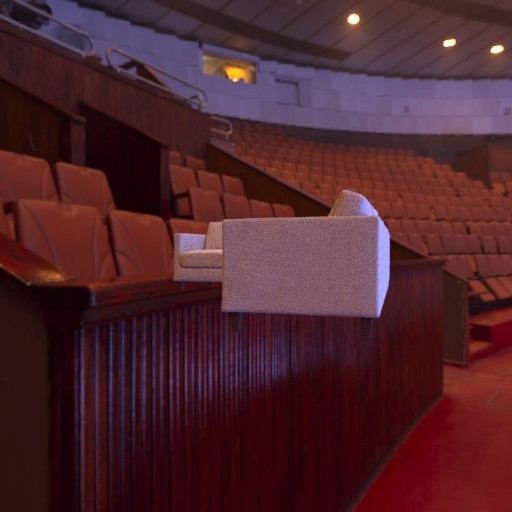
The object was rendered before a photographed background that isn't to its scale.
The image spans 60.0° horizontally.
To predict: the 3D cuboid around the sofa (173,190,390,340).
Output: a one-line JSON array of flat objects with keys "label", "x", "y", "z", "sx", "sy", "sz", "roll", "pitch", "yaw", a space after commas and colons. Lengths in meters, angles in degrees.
[{"label": "sofa", "x": 0.000, "y": 0.000, "z": 4.276, "sx": 2.432, "sy": 0.863, "sz": 3.182, "roll": 0, "pitch": 1, "yaw": 18}]
